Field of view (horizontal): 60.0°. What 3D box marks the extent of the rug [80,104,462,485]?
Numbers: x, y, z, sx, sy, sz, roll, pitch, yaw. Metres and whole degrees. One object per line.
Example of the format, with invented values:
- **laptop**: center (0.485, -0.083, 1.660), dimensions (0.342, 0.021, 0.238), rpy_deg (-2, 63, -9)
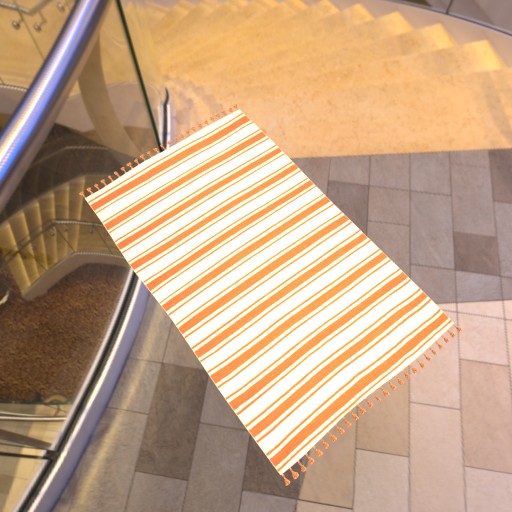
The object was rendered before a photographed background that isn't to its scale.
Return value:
- **rug**: center (0.000, 0.000, 2.595), dimensions (1.232, 0.017, 2.092), rpy_deg (-35, 68, -16)
